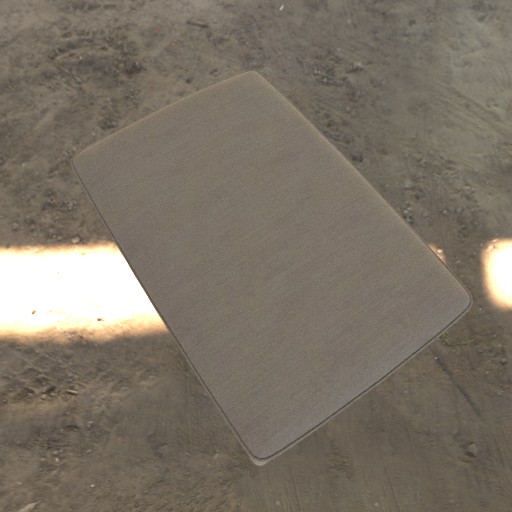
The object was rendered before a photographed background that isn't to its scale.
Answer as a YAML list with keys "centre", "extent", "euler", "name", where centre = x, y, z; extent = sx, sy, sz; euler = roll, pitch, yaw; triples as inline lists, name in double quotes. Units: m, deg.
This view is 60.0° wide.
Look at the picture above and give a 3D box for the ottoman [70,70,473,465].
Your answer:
- centre: [0.000, 0.000, 1.276]
  extent: [0.636, 0.480, 0.941]
  euler: [-31, 68, -14]
  name: "ottoman"
